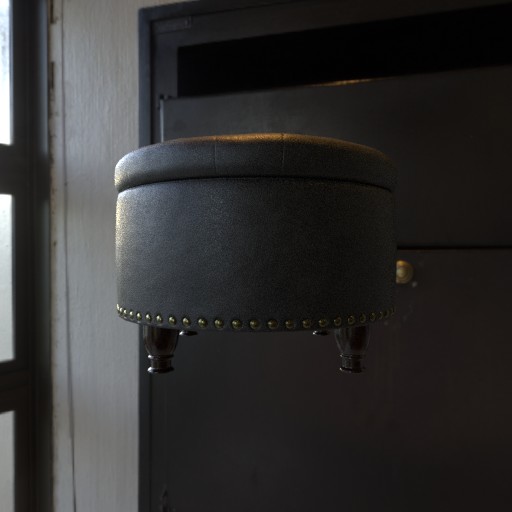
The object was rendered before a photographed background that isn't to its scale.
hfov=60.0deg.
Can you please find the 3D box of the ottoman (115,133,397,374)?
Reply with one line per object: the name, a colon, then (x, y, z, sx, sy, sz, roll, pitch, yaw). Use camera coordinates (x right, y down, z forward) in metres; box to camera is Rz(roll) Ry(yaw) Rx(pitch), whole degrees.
ottoman: (0.000, 0.000, 1.049, 0.637, 0.442, 0.637, 0, 0, 0)
